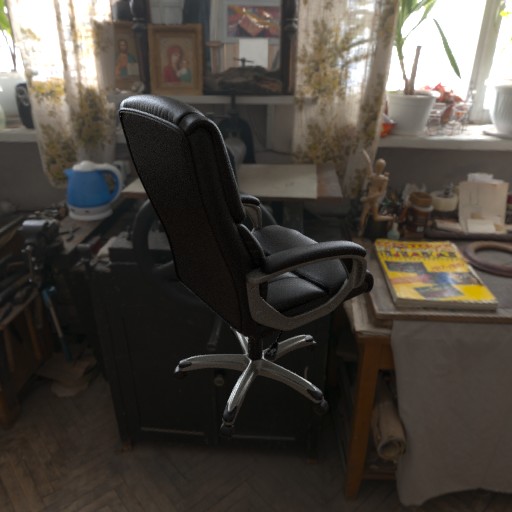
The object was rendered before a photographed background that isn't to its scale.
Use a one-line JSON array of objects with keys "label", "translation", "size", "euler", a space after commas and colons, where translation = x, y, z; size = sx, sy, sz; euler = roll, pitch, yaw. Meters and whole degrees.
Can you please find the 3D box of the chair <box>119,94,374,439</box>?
[{"label": "chair", "translation": [0.000, 0.000, 1.625], "size": [0.739, 1.155, 0.663], "euler": [-18, 32, -31]}]
